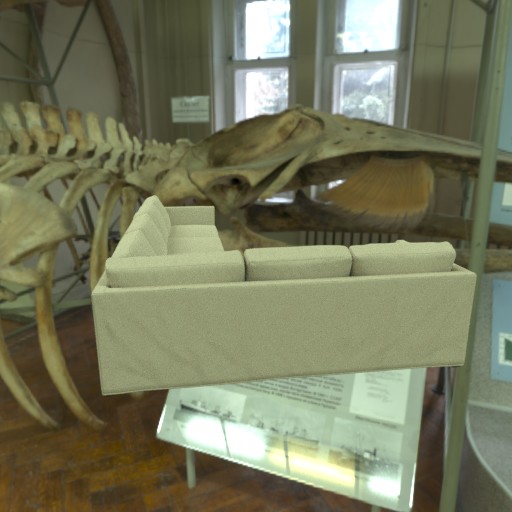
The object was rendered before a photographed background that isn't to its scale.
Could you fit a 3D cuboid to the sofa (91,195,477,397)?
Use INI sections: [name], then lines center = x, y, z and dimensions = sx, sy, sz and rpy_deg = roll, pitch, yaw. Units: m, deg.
[sofa]
center = 0.000, 0.000, 4.269
dimensions = 2.432, 0.871, 3.182
rpy_deg = -2, 15, -9
